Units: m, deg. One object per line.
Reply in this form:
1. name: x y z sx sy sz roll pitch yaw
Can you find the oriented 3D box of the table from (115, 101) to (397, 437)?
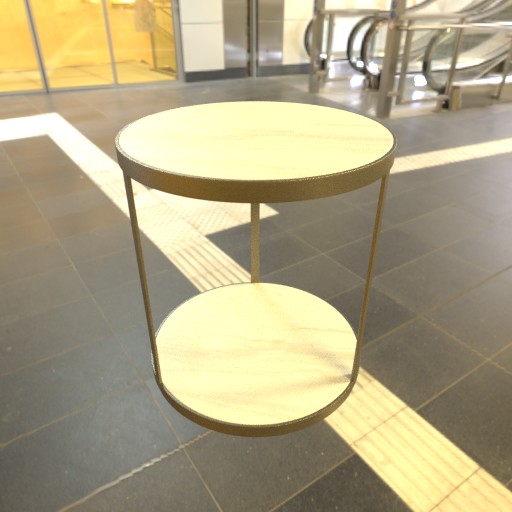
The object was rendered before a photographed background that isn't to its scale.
1. table: 0.000 0.000 0.847 0.445 0.479 0.445 0 31 0
